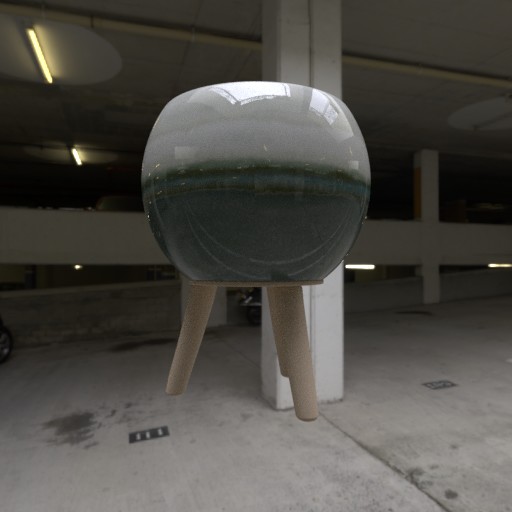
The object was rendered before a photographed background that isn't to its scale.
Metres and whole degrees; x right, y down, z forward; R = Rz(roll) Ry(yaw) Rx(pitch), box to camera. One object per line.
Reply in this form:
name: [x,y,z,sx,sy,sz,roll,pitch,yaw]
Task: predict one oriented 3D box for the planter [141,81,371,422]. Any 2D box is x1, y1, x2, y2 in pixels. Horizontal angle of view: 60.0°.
planter: [0.000,0.000,0.442,0.222,0.278,0.222,0,-1,0]
